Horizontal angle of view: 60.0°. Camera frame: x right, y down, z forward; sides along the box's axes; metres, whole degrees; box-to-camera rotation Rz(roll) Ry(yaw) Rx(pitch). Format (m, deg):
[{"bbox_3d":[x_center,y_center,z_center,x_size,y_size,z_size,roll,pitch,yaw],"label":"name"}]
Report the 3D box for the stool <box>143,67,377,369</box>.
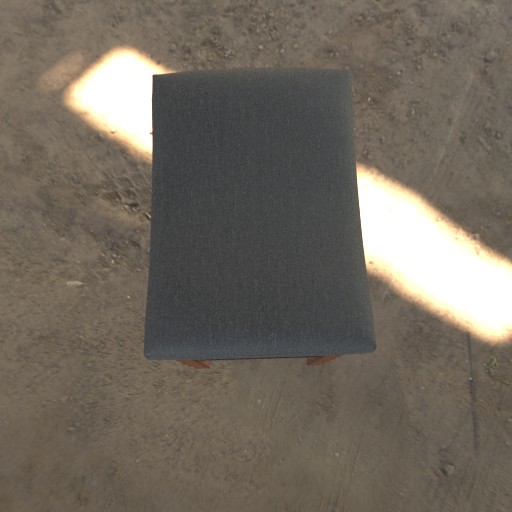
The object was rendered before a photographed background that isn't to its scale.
[{"bbox_3d":[0.000,0.000,1.036,0.366,0.748,0.502,-2,76,0],"label":"stool"}]
